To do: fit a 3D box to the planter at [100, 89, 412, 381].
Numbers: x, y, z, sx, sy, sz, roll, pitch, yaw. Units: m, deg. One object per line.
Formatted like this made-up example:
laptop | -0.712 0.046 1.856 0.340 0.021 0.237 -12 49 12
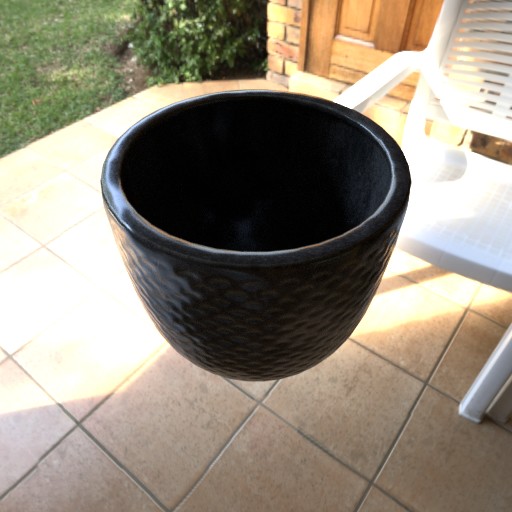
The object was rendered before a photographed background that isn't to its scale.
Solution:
planter | 0.000 0.000 0.305 0.172 0.160 0.172 0 46 0
